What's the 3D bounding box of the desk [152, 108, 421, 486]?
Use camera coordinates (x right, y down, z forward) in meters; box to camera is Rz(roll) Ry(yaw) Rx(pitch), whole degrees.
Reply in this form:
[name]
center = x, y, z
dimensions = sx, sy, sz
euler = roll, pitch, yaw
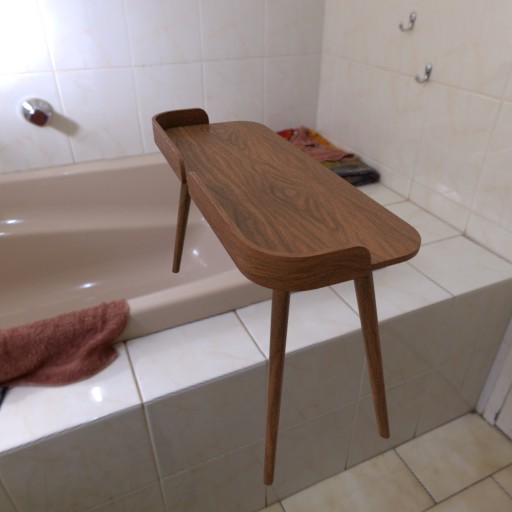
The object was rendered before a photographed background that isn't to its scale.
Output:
[desk]
center = 0.000, 0.000, 1.661
dimensions = 0.486, 0.800, 1.256
euler = -12, 34, -18
